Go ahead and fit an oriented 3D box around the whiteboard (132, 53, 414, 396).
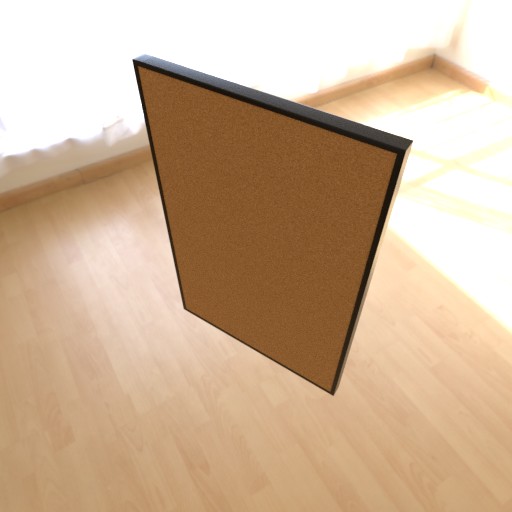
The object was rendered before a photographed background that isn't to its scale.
[{"bbox_3d":[0.000,0.000,0.788,0.406,0.611,0.026,26,53,22],"label":"whiteboard"}]
